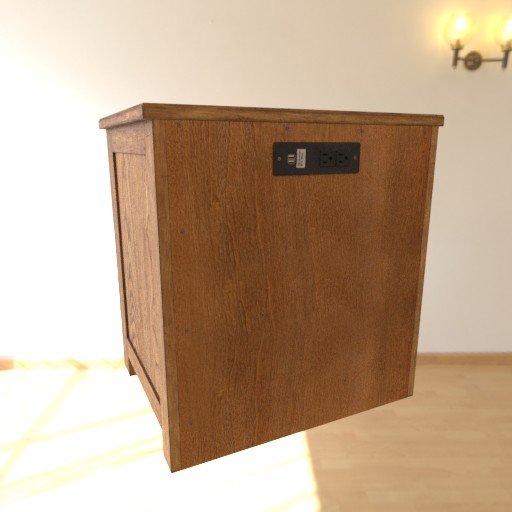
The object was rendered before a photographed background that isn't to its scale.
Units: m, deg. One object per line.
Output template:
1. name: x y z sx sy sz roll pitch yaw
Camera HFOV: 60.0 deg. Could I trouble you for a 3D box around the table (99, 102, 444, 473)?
1. table: 0.000 0.000 1.045 0.601 0.625 0.494 -7 16 -25
